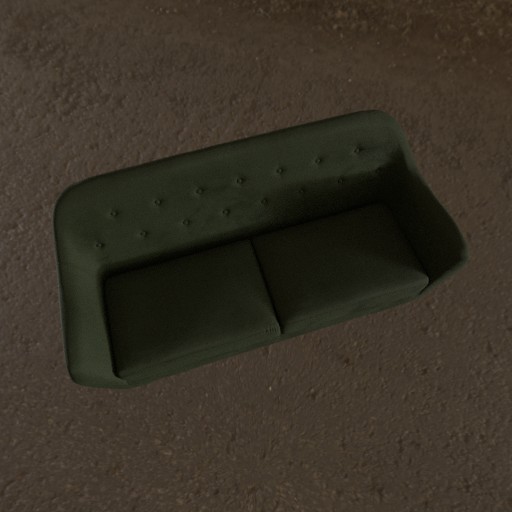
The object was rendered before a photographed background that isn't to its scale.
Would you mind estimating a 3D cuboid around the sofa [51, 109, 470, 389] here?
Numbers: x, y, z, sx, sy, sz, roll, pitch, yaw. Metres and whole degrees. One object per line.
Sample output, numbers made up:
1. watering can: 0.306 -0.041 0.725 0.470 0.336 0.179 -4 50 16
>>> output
1. sofa: 0.000 0.000 2.213 1.840 0.836 0.820 -16 65 -7
